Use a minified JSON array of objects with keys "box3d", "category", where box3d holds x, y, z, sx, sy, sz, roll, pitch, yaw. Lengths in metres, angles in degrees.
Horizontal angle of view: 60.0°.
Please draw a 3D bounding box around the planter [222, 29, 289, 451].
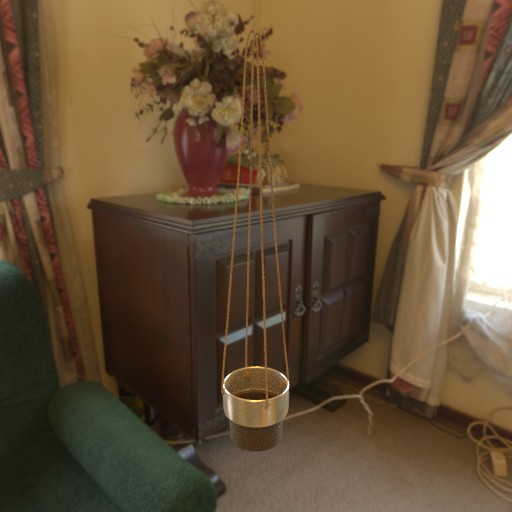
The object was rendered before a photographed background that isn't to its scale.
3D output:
[{"box3d":[0.000,0.000,1.158,0.187,1.073,0.187,7,16,27],"category":"planter"}]
